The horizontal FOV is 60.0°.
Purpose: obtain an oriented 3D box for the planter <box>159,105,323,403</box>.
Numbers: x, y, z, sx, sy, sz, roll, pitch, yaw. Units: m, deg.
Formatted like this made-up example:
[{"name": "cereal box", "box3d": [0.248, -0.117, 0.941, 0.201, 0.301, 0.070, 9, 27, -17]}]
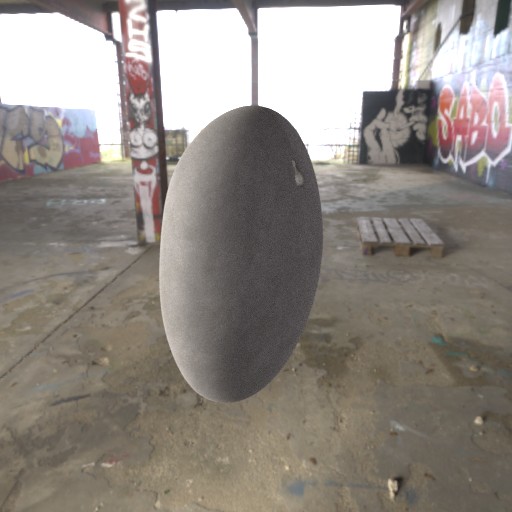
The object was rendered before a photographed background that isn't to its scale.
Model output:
[{"name": "planter", "box3d": [0.000, 0.000, 0.291, 0.071, 0.188, 0.185, 8, 19, 24]}]
